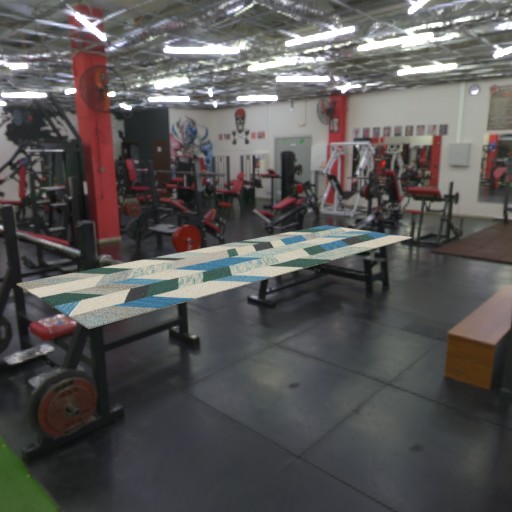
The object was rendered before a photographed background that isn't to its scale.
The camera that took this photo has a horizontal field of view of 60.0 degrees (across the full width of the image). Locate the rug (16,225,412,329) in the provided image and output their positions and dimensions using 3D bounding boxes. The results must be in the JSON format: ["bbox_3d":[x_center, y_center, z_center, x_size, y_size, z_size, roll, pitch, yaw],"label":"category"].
[{"bbox_3d":[0.000,0.000,2.664,2.437,0.008,0.774,-13,18,-43],"label":"rug"}]
